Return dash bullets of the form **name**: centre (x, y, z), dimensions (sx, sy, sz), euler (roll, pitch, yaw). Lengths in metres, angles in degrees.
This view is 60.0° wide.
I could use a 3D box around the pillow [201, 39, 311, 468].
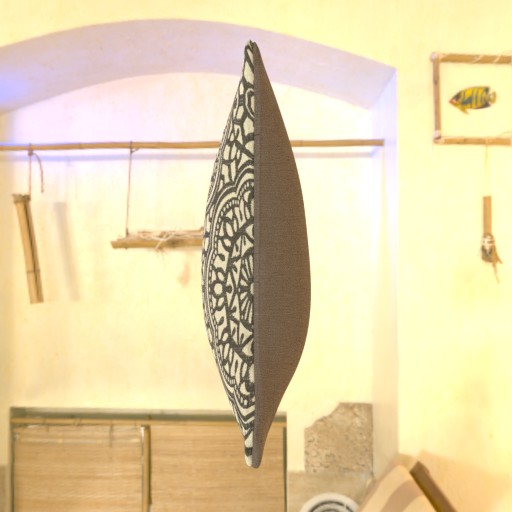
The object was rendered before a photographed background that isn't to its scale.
- **pillow**: centre (0.000, 0.000, 0.637), dimensions (0.148, 0.417, 0.436), euler (0, -1, 1)
